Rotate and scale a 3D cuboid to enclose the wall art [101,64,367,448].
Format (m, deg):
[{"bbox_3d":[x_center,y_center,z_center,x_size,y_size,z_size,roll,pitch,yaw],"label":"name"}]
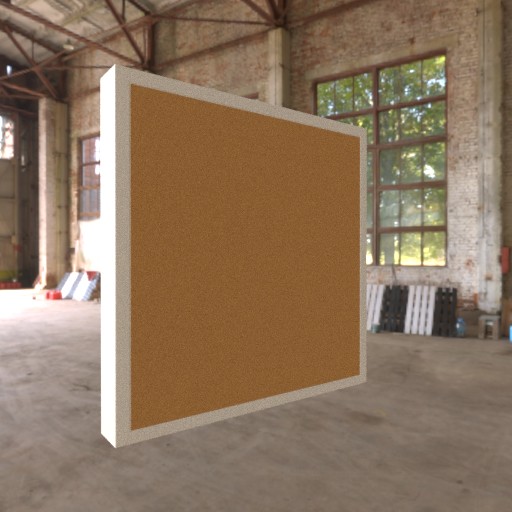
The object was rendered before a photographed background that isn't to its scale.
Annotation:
[{"bbox_3d":[0.000,0.000,0.457,0.305,0.305,0.037,0,0,-37],"label":"wall art"}]
